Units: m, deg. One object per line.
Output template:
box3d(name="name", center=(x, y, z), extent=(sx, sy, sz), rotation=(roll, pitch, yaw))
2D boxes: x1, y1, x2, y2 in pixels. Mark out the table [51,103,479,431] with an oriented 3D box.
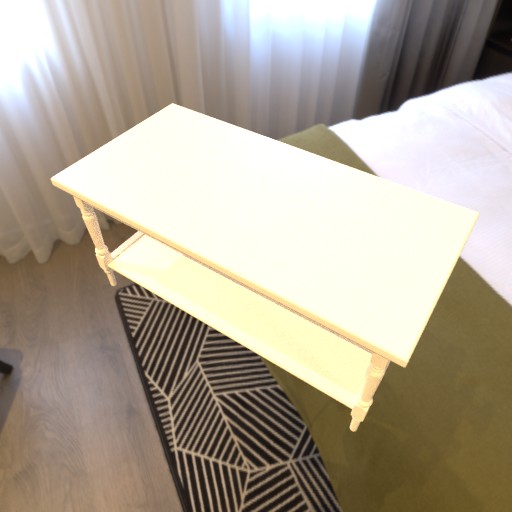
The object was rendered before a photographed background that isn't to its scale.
box3d(name="table", center=(0.000, 0.000, 1.450), extent=(1.107, 0.510, 0.550), rotation=(26, 52, 22))
